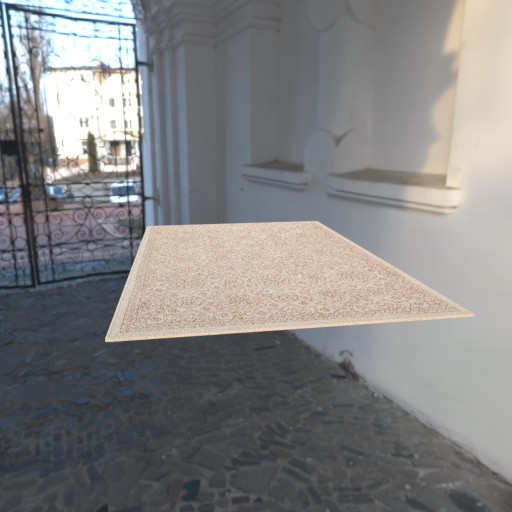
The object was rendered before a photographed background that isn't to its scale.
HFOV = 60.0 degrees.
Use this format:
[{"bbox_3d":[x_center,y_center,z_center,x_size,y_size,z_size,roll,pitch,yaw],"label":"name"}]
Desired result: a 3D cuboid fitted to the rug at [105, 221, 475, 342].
[{"bbox_3d":[0.000,0.000,2.287,1.219,0.010,1.829,-2,15,-9],"label":"rug"}]
